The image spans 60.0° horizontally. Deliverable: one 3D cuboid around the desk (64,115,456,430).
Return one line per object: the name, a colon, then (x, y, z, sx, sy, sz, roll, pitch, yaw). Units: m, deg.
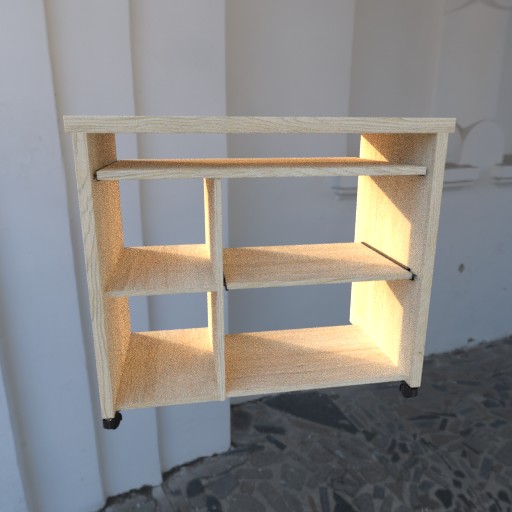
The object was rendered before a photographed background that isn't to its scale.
desk: (0.000, 0.000, 1.312, 0.885, 0.770, 0.480, -3, 16, -9)
